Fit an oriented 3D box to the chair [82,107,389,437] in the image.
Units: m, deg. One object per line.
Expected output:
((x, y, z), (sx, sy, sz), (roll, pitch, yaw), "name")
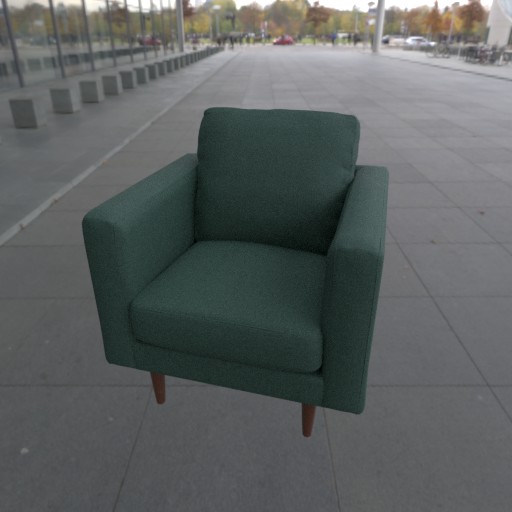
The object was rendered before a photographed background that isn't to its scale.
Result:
((0.000, 0.000, 1.572), (0.855, 0.927, 0.800), (7, 27, 14), "chair")
